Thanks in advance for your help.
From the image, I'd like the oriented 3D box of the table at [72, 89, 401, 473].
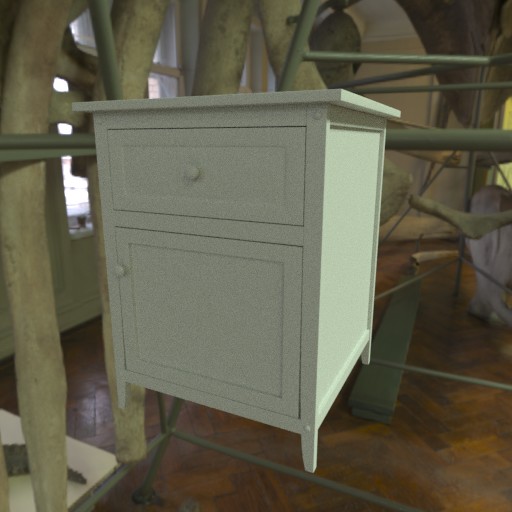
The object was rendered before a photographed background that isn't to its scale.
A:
[{"bbox_3d":[0.000,0.000,0.756,0.381,0.483,0.381,7,16,25],"label":"table"}]
